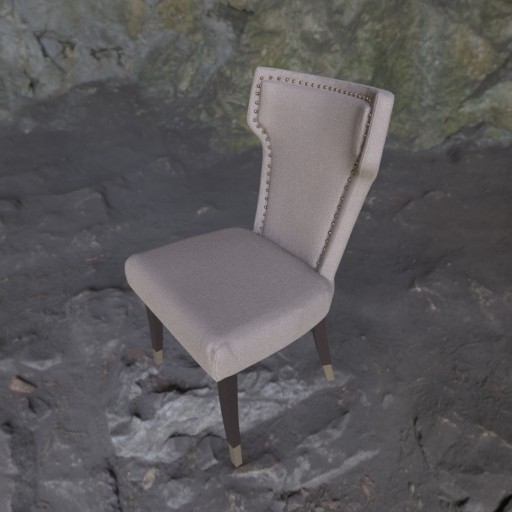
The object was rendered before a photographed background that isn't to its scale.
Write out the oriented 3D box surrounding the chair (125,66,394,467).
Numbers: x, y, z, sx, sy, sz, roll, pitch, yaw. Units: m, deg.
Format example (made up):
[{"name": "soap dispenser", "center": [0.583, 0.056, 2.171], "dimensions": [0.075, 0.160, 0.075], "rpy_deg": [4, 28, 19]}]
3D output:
[{"name": "chair", "center": [0.000, 0.000, 1.311], "dimensions": [0.630, 0.955, 0.526], "rpy_deg": [-22, 38, -31]}]
